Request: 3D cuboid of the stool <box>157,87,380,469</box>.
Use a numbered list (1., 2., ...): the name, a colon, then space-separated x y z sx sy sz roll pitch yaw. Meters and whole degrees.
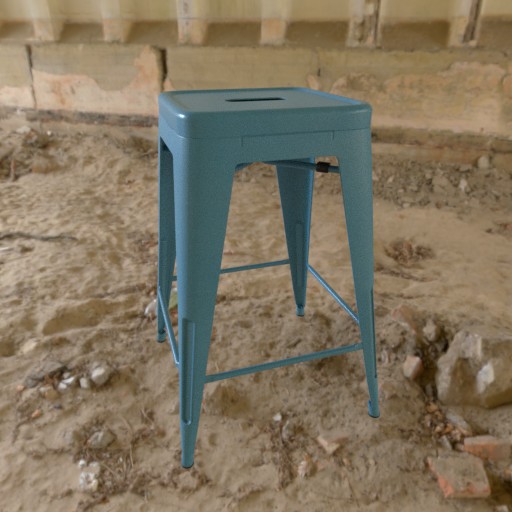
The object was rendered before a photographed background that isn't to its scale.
1. stool: 0.000 0.000 0.893 0.410 0.608 0.410 -8 27 -16
